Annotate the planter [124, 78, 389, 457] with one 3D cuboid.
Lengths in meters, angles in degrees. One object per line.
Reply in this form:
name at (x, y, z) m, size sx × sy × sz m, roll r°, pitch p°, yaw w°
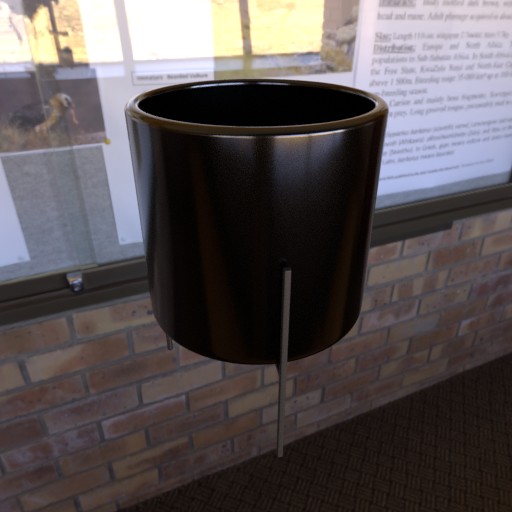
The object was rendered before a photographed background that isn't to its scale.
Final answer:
planter at (0.000, 0.000, 0.628) m, size 0.310 × 0.432 × 0.310 m, roll 19°, pitch 35°, yaw 29°
